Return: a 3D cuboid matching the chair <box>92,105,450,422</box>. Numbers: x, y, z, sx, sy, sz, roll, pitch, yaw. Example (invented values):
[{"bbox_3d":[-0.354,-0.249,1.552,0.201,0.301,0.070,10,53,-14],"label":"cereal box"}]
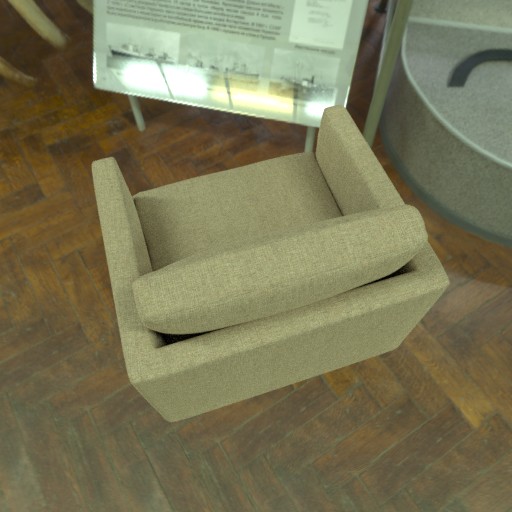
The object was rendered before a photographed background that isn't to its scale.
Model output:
[{"bbox_3d":[0.000,0.000,1.857,1.107,0.987,0.959,-16,61,-9],"label":"chair"}]
